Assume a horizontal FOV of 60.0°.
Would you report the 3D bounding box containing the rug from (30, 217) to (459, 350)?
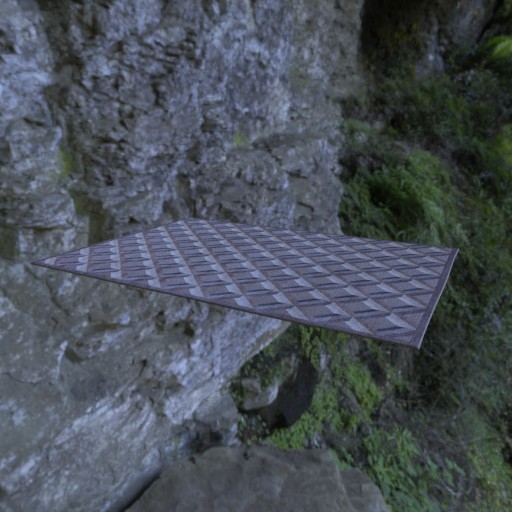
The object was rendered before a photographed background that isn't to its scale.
[{"bbox_3d":[0.000,0.000,2.843,2.260,0.013,1.600,9,18,27],"label":"rug"}]
